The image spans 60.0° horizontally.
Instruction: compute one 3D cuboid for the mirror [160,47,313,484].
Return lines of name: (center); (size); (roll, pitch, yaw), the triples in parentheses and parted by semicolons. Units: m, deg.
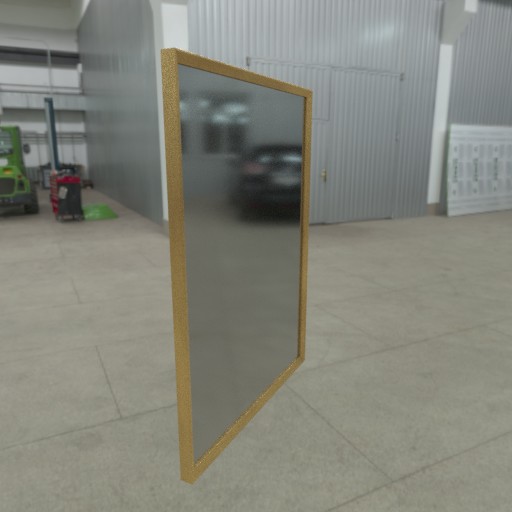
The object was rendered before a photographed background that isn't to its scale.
mirror: (0.000, 0.000, 1.331); (0.041, 1.016, 0.762); (7, 15, 27)
